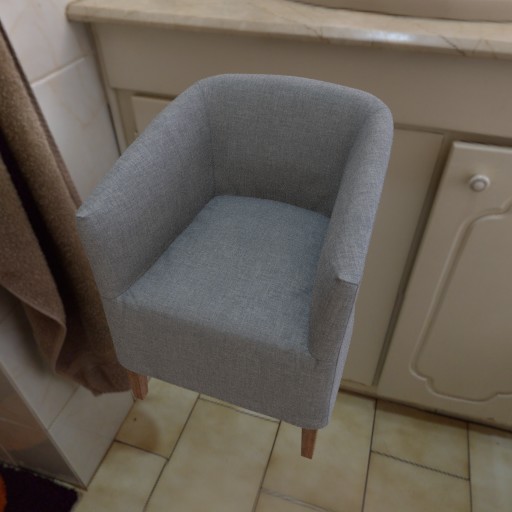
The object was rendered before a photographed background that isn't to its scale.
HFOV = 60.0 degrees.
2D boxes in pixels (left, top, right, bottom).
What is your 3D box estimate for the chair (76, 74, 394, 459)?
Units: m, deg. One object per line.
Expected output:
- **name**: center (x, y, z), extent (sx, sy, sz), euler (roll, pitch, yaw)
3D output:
- **chair**: center (0.000, 0.000, 1.233), extent (0.600, 0.771, 0.668), euler (13, 43, 15)
